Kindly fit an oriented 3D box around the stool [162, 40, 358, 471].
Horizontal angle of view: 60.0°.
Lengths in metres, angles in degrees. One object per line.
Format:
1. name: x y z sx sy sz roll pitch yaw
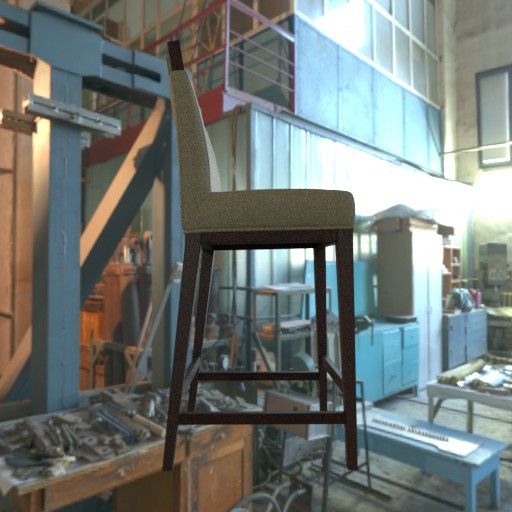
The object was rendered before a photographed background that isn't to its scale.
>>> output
1. stool: 0.000 0.000 1.261 0.480 1.011 0.463 0 -1 -1
